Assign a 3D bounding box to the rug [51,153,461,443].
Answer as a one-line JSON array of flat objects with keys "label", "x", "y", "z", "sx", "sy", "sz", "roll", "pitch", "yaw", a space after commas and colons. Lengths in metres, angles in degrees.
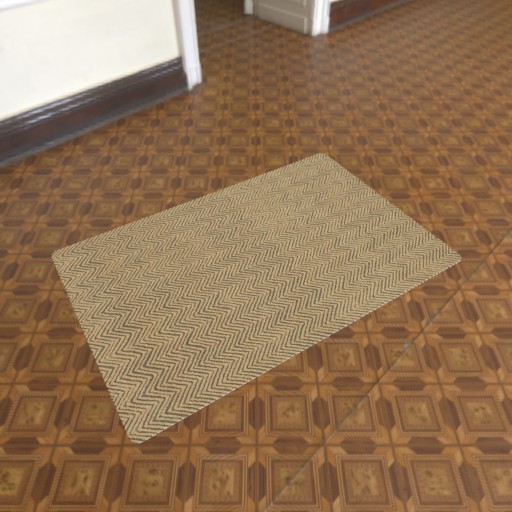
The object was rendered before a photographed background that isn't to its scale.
[{"label": "rug", "x": 0.000, "y": 0.000, "z": 2.236, "sx": 1.752, "sy": 0.008, "sz": 1.144, "roll": -24, "pitch": 50, "yaw": -22}]
